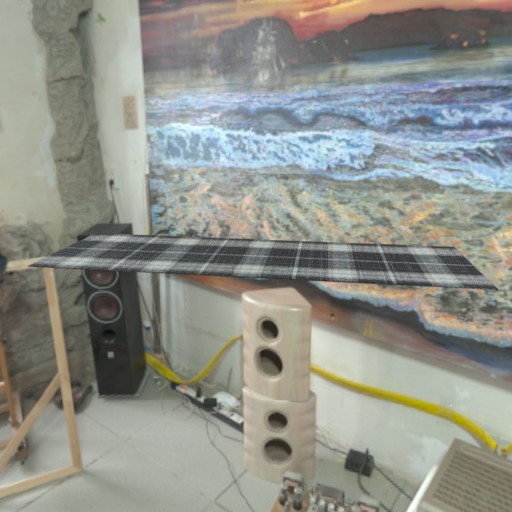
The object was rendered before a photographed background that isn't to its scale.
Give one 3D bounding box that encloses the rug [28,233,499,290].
[{"bbox_3d":[0.000,0.000,2.624,2.434,0.012,0.760,2,17,8],"label":"rug"}]
